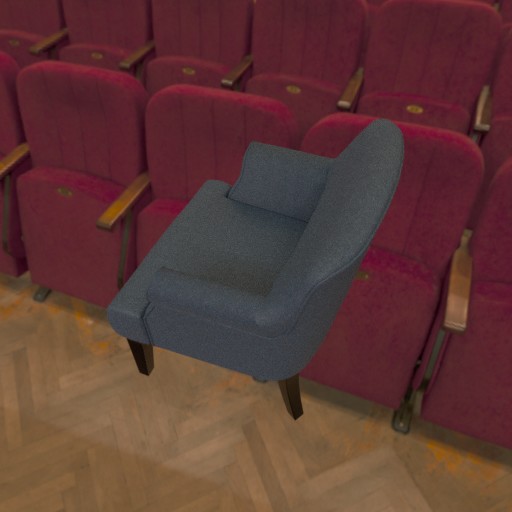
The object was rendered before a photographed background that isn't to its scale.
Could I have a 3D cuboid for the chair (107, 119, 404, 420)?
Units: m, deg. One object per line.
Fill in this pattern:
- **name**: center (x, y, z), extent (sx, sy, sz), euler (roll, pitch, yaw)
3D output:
- **chair**: center (0.000, 0.000, 1.483), extent (0.754, 0.878, 0.770), euler (16, 49, 15)
